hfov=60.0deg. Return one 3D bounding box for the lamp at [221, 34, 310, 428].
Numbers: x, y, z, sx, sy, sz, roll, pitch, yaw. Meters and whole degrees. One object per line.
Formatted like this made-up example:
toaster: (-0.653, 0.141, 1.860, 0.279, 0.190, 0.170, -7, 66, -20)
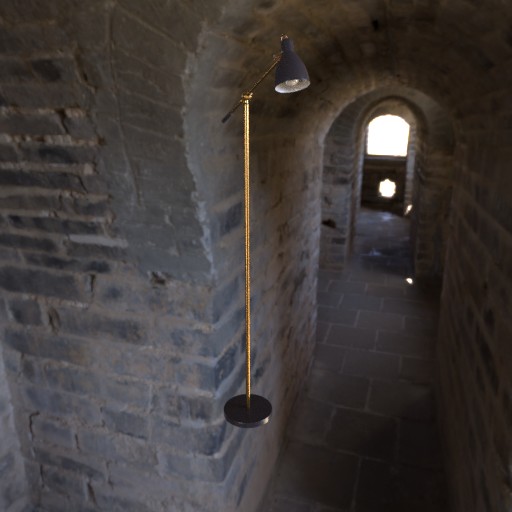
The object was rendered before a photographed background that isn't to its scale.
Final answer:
lamp: (0.000, 0.000, 1.856, 0.235, 1.628, 0.618, -9, 18, -27)
